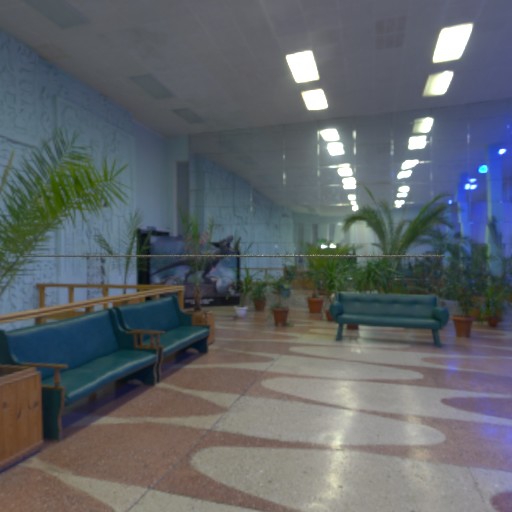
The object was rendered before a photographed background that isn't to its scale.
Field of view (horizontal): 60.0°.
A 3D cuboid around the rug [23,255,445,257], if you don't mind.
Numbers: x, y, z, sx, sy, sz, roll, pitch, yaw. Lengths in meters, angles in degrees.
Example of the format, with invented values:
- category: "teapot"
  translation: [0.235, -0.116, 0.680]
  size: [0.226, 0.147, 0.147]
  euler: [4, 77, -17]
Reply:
- category: "rug"
  translation: [0.000, 0.000, 4.150]
  size: [3.057, 0.013, 2.434]
  euler: [0, 0, 18]
